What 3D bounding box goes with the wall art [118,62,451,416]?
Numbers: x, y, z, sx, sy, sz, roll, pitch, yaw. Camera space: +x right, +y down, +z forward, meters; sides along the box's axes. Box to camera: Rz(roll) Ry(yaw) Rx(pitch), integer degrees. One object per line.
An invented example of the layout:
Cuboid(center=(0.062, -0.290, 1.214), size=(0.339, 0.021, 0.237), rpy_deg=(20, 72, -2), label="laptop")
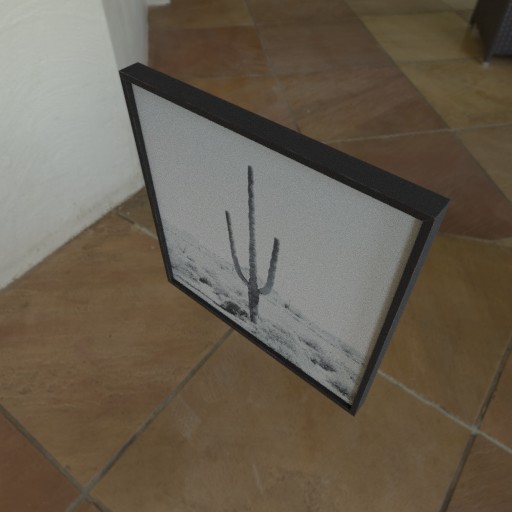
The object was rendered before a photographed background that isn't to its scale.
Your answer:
Cuboid(center=(0.000, 0.000, 0.759), size=(0.508, 0.508, 0.038), rpy_deg=(32, 55, 25), label="wall art")
